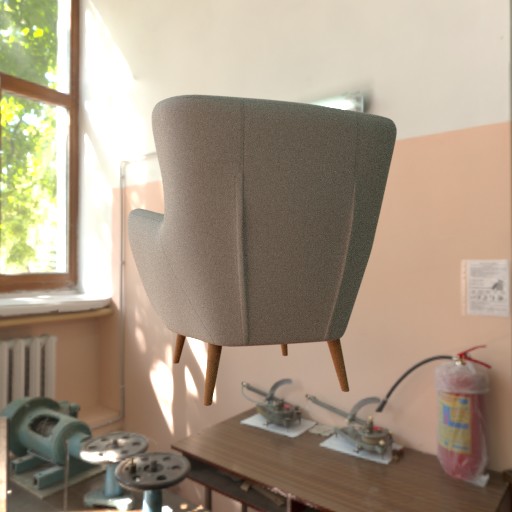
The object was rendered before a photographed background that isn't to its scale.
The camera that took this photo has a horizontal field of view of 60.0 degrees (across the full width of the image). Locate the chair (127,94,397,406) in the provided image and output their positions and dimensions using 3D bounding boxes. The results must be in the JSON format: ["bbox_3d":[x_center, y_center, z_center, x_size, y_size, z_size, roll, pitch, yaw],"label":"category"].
[{"bbox_3d":[0.000,0.000,1.623,0.890,0.889,0.889,0,-1,-18],"label":"chair"}]
